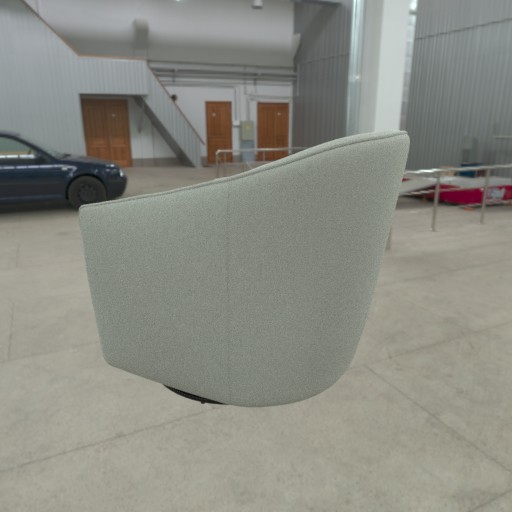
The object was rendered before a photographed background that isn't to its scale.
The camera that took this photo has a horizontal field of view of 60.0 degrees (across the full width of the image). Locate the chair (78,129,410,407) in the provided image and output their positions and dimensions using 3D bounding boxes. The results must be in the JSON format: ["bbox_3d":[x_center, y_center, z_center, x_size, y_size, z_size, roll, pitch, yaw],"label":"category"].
[{"bbox_3d":[0.000,0.000,1.444,0.875,0.799,0.747,9,19,27],"label":"chair"}]
